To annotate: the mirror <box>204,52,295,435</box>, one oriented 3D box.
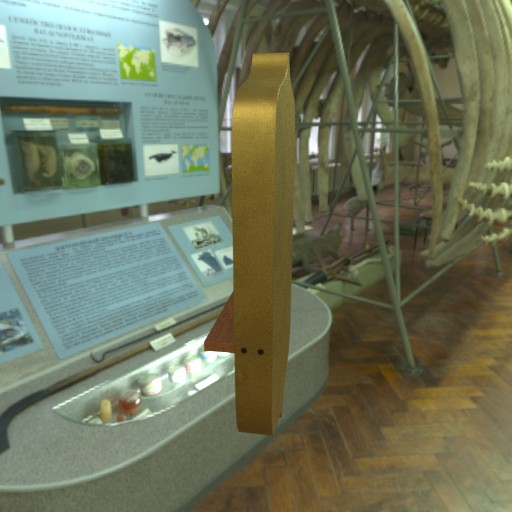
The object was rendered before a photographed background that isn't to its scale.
[{"bbox_3d":[0.000,0.000,0.731,0.096,0.613,0.323,3,17,9],"label":"mirror"}]
